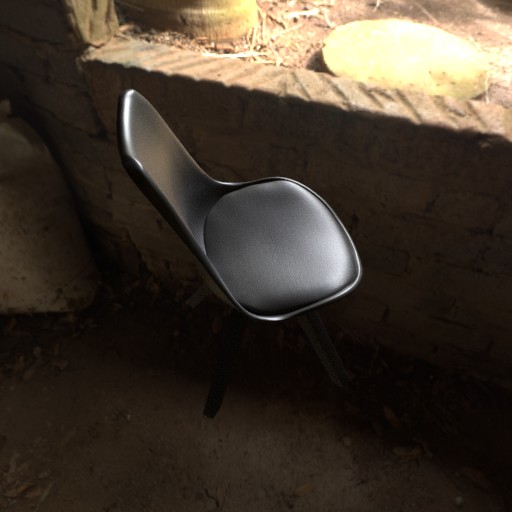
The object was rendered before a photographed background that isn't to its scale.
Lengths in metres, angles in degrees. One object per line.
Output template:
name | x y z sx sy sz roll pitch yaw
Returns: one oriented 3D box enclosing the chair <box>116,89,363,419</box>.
chair | 0.000 0.000 1.160 0.530 0.850 0.485 -10 49 -9
